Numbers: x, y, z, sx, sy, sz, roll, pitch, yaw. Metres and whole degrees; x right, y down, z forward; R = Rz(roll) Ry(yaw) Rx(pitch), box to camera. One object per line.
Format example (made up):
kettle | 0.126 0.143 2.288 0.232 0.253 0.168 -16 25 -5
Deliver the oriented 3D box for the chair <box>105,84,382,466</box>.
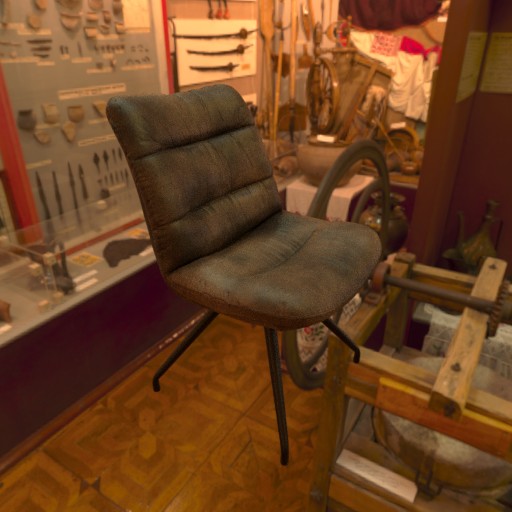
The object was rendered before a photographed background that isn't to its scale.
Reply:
chair | 0.000 0.000 1.267 0.622 0.870 0.549 17 32 30
